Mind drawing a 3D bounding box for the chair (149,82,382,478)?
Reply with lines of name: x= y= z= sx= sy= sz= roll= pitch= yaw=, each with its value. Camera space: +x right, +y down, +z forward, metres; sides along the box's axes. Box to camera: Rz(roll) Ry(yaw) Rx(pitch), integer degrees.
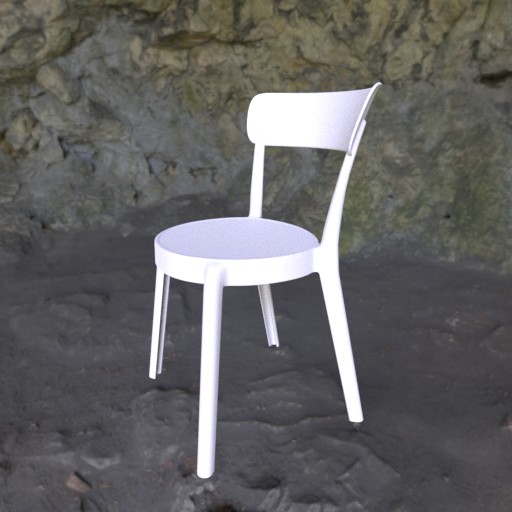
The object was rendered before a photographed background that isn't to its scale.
chair: x=0.000 y=0.000 z=1.106 sx=0.491 sy=0.790 sz=0.506 roll=-9 pitch=19 yaw=-25
